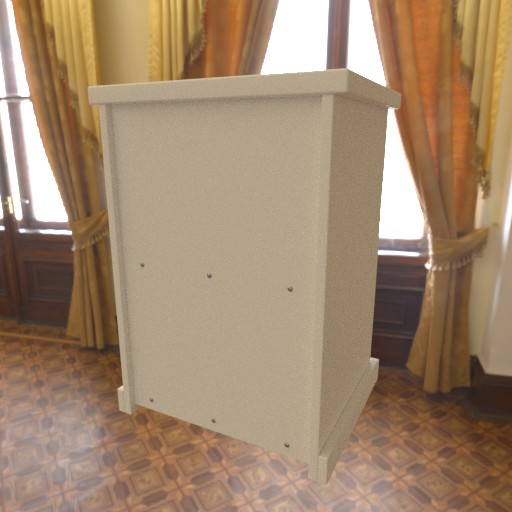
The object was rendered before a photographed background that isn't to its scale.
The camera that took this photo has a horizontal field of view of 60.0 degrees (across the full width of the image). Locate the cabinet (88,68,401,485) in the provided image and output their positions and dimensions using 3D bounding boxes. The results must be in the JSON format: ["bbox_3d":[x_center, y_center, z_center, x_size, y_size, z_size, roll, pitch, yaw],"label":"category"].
[{"bbox_3d":[0.000,0.000,1.026,0.520,0.723,0.431,8,17,26],"label":"cabinet"}]
